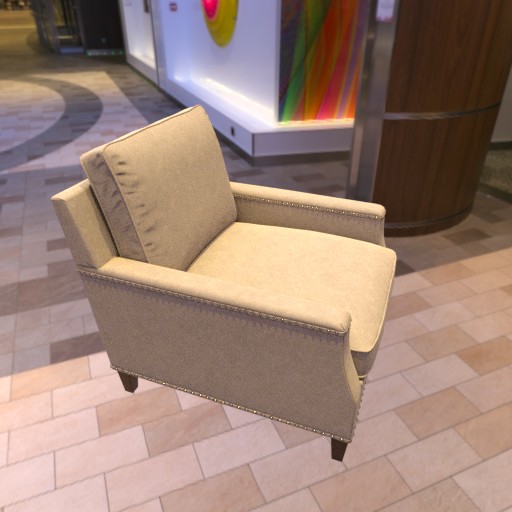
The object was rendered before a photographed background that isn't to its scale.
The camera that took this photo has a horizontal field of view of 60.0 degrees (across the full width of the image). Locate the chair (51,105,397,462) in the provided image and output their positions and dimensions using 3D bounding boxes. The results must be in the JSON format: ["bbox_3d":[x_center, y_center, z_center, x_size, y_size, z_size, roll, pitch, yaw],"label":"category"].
[{"bbox_3d":[0.000,0.000,1.682,1.014,0.943,0.853,11,32,18],"label":"chair"}]
